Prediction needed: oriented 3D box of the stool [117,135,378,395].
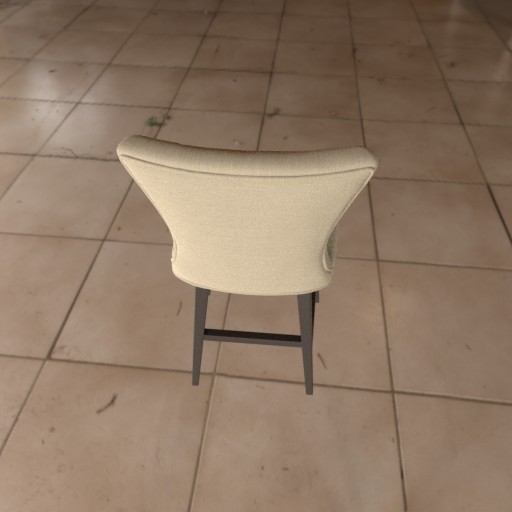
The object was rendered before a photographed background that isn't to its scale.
[{"bbox_3d":[0.000,0.000,1.395,0.514,1.086,0.574,4,46,3],"label":"stool"}]
